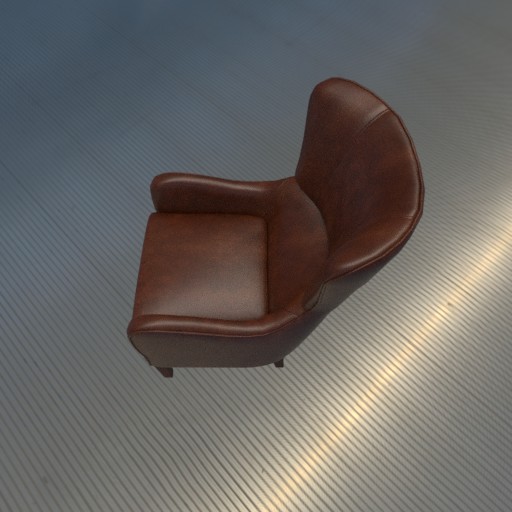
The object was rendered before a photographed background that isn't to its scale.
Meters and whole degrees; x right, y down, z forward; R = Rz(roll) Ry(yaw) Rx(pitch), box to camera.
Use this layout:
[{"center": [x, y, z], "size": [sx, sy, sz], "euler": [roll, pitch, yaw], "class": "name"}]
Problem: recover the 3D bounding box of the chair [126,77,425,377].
[{"center": [0.000, 0.000, 1.641], "size": [0.914, 1.048, 0.692], "euler": [0, 59, 0], "class": "chair"}]
